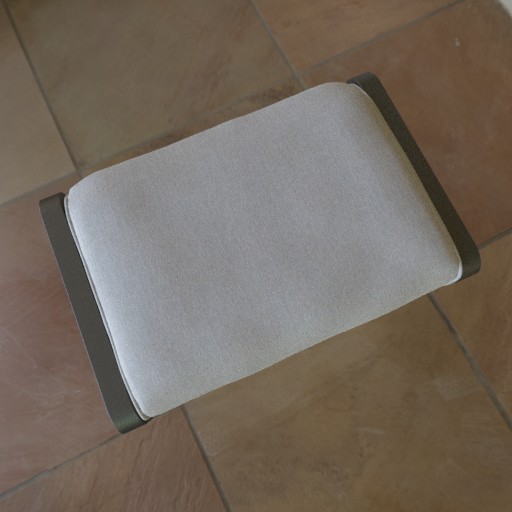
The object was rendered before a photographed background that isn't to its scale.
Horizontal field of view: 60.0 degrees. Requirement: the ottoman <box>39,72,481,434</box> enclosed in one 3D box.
[{"bbox_3d":[0.000,0.000,0.866,0.610,0.422,0.406,-23,77,-6],"label":"ottoman"}]
